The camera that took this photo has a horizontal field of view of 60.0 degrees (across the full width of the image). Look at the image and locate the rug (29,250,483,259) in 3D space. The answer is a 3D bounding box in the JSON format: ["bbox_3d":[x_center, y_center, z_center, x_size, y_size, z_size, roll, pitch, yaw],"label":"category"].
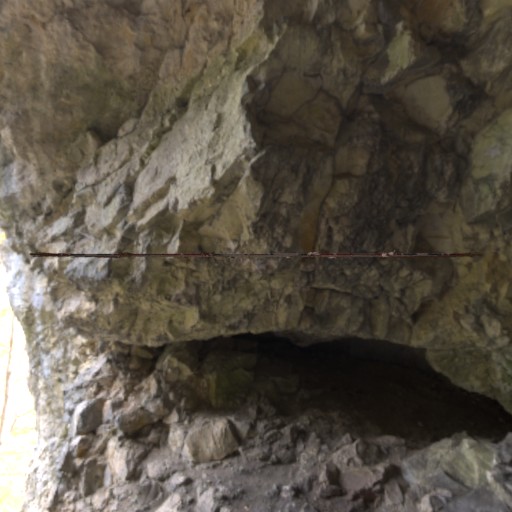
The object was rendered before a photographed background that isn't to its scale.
[{"bbox_3d":[0.000,0.000,2.554,2.025,0.040,1.469,0,0,1],"label":"rug"}]
